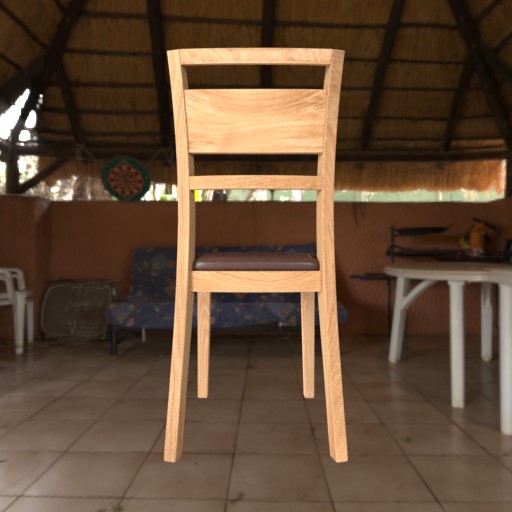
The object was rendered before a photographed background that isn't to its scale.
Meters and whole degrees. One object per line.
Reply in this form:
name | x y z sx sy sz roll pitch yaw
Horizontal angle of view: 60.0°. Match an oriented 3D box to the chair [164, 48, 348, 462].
chair | 0.000 0.000 1.246 0.420 0.940 0.545 0 0 0
